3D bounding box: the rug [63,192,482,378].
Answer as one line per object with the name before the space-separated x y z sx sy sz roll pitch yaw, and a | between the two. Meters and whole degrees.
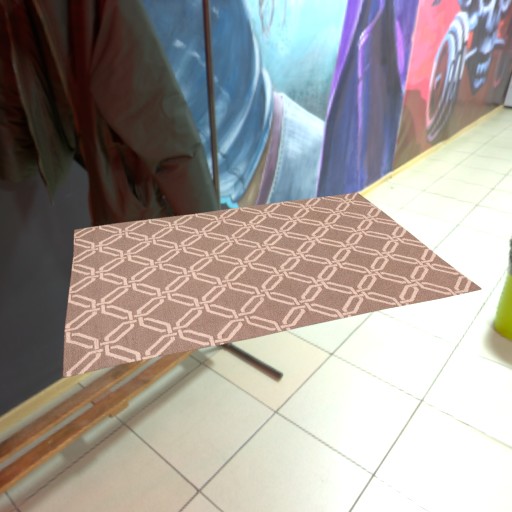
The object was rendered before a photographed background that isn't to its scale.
rug | 0.000 0.000 2.192 1.748 0.010 1.142 -9 32 -15
